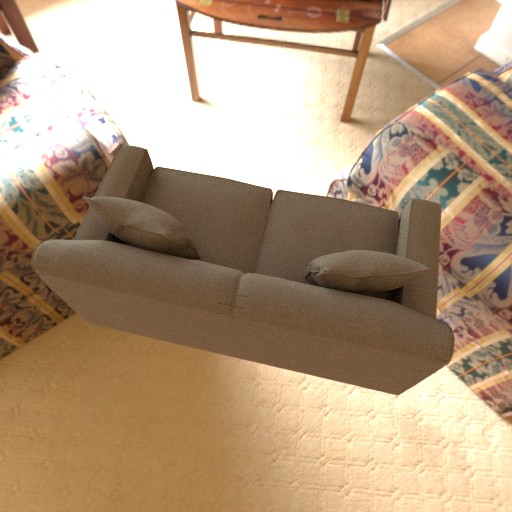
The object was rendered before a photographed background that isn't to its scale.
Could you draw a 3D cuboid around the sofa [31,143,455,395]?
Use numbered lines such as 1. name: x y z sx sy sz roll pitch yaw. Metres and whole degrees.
1. sofa: 0.000 0.000 2.415 1.846 0.958 1.000 12 63 6
